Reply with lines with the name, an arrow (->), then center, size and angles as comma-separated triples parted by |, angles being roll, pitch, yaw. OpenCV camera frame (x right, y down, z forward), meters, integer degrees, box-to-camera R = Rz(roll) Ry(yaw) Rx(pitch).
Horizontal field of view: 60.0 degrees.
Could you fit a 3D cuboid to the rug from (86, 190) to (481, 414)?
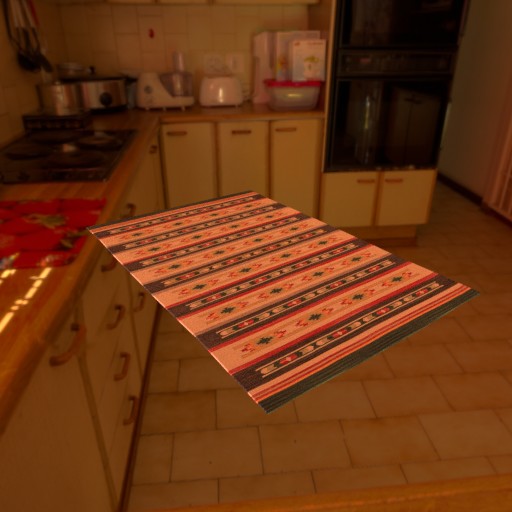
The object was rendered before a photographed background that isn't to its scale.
rug -> 0.000, 0.000, 2.346 | 1.221, 0.009, 1.825 | -18, 32, -32
